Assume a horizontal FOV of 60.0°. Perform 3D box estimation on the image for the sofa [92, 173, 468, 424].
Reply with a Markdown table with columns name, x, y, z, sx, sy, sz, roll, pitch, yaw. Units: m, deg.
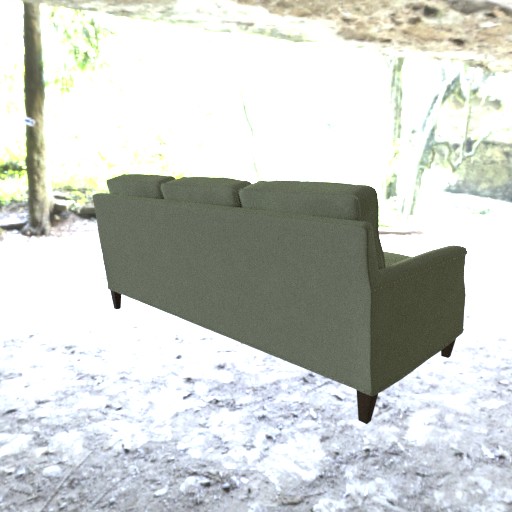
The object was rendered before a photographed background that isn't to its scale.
| name | x | y | z | sx | sy | sz | roll | pitch | yaw |
| --- | --- | --- | --- | --- | --- | --- | --- | --- | --- |
| sofa | 0.000 | 0.000 | 2.798 | 2.246 | 1.003 | 1.084 | 12 | 17 | 43 |
